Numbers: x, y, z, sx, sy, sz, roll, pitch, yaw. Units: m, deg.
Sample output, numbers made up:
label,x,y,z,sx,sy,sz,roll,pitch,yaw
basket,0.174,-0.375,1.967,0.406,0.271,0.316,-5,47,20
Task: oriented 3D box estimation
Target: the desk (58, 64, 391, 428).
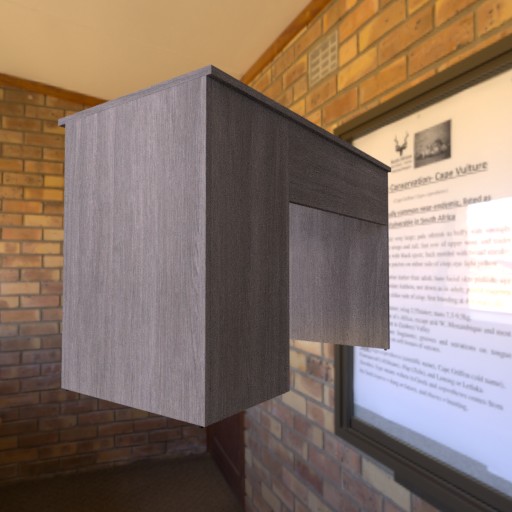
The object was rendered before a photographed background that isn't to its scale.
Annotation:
label,x,y,z,sx,sy,sz,roll,pitch,yaw
desk,0.000,0.000,1.494,0.560,0.735,1.097,-1,-2,36
